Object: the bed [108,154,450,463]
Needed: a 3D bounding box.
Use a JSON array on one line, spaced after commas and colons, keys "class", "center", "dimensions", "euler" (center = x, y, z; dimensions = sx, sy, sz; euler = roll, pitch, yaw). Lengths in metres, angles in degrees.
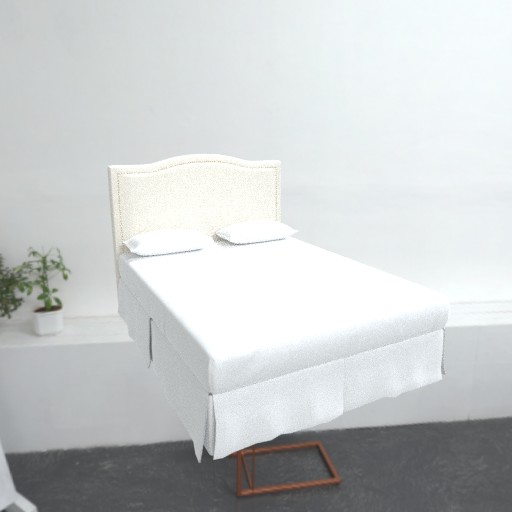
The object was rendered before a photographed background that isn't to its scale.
[{"class": "bed", "center": [0.000, 0.000, 3.402], "dimensions": [1.821, 1.436, 2.282], "euler": [-8, 18, -27]}]
